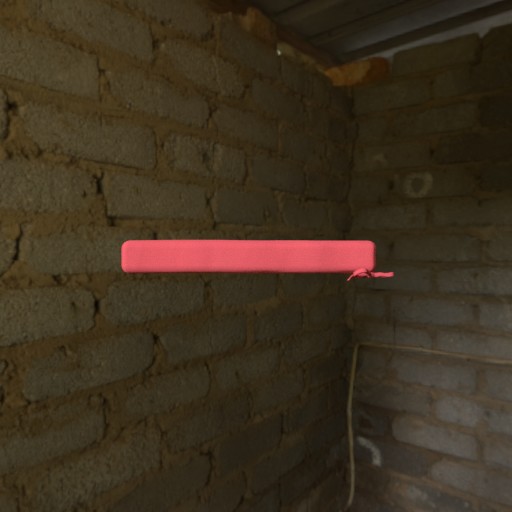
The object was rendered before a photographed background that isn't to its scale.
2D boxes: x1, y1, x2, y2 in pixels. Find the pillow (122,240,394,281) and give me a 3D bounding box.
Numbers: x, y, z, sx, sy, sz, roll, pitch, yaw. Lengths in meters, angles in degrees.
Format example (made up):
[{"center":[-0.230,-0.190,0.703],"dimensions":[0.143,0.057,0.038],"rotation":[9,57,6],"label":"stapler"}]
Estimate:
[{"center":[0.000,0.000,1.349],"dimensions":[0.492,0.081,1.187],"rotation":[0,1,0],"label":"pillow"}]
